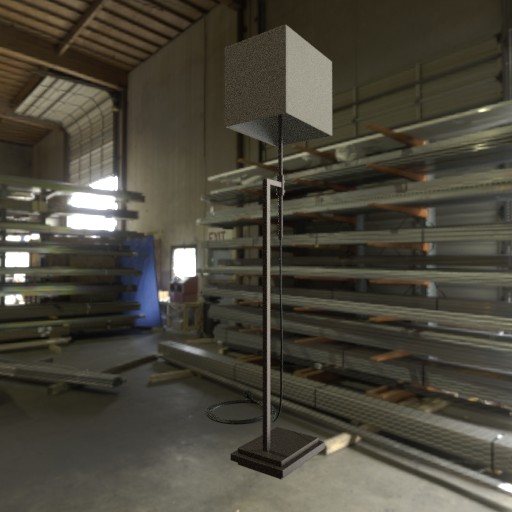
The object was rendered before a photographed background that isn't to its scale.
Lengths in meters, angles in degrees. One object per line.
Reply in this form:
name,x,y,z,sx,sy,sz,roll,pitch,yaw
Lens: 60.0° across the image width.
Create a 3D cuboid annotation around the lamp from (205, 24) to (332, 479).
lamp,0.000,0.000,2.044,0.774,1.600,0.698,-1,-1,36
